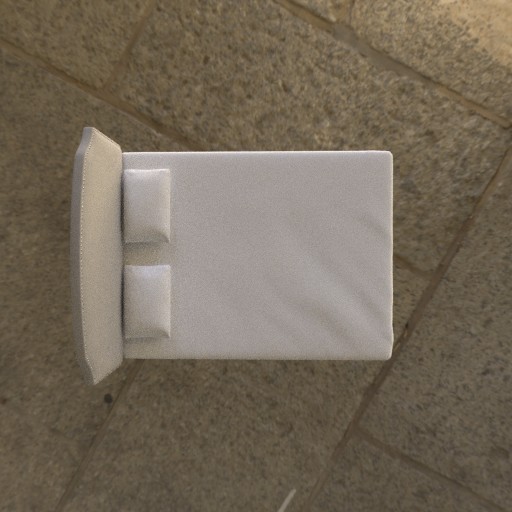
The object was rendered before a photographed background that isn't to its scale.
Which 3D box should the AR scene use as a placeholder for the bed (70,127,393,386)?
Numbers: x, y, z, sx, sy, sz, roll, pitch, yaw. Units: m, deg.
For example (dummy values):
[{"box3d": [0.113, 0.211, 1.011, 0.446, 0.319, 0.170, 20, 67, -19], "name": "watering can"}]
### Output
[{"box3d": [0.000, 0.000, 3.013, 1.999, 1.270, 1.558, 0, 91, 2], "name": "bed"}]
